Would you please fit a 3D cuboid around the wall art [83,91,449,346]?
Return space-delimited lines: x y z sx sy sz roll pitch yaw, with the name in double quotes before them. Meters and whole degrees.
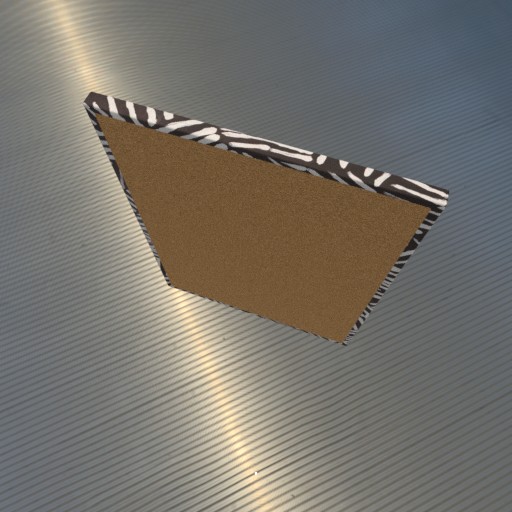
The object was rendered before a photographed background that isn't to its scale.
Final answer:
"wall art" 0.000 0.000 1.341 0.765 1.017 0.038 18 65 8
